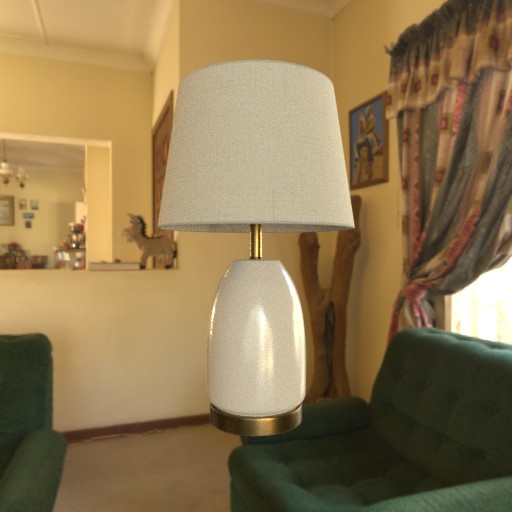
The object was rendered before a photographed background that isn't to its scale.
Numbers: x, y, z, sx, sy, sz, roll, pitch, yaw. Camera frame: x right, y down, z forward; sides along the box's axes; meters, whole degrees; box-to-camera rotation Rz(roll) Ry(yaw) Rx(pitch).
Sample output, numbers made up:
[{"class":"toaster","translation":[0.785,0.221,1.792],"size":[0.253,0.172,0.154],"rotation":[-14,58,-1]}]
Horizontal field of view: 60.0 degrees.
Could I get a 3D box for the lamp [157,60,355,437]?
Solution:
[{"class":"lamp","translation":[0.000,0.000,0.658],"size":[0.285,0.483,0.285],"rotation":[0,1,0]}]
